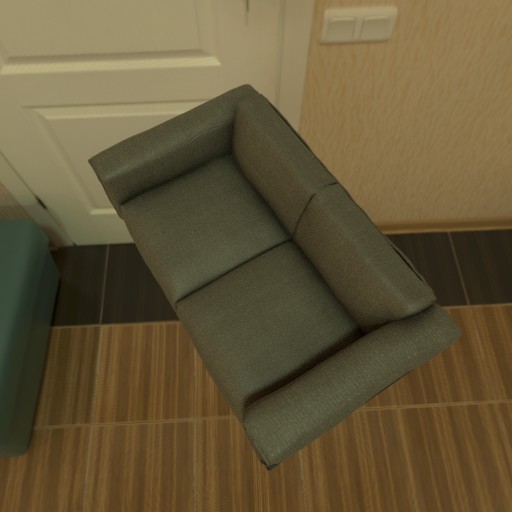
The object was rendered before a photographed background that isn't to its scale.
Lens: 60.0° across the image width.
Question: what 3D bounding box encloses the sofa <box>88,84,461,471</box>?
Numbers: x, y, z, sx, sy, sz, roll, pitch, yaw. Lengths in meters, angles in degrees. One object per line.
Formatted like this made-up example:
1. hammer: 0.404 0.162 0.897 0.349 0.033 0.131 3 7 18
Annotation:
1. sofa: 0.000 0.000 2.194 0.960 0.656 1.690 -29 67 -14
